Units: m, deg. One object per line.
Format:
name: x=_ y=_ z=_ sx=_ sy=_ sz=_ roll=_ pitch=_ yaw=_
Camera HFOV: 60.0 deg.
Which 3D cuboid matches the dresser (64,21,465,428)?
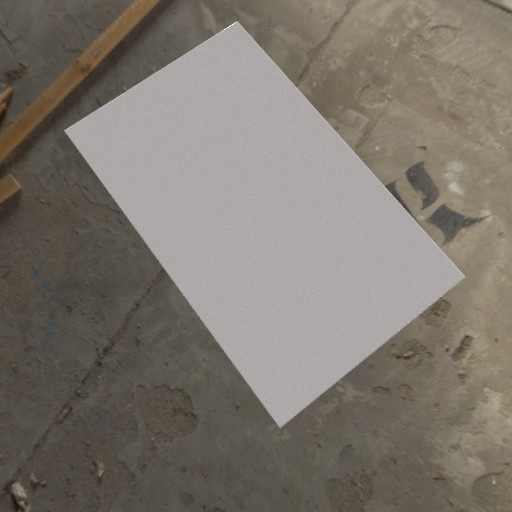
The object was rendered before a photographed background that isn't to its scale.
dresser: x=0.000 y=0.000 z=1.174 sx=0.400 sy=0.800 sz=0.650 roll=-36 pitch=79 yaw=-9
